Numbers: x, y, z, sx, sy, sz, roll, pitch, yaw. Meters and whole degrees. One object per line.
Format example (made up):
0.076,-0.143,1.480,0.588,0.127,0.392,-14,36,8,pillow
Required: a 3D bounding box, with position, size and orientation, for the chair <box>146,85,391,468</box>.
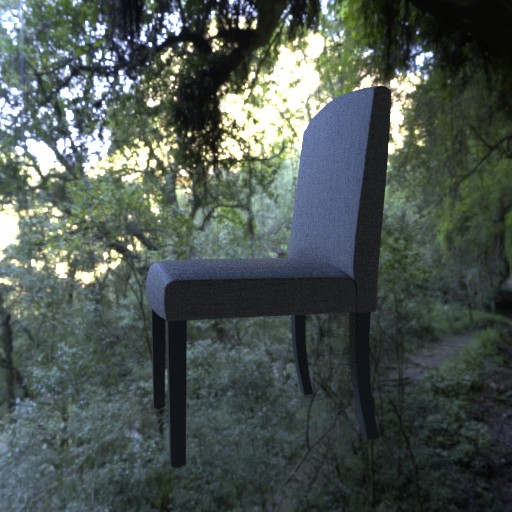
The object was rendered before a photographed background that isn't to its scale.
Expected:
0.000,0.000,1.226,0.580,0.917,0.451,0,0,-18,chair
